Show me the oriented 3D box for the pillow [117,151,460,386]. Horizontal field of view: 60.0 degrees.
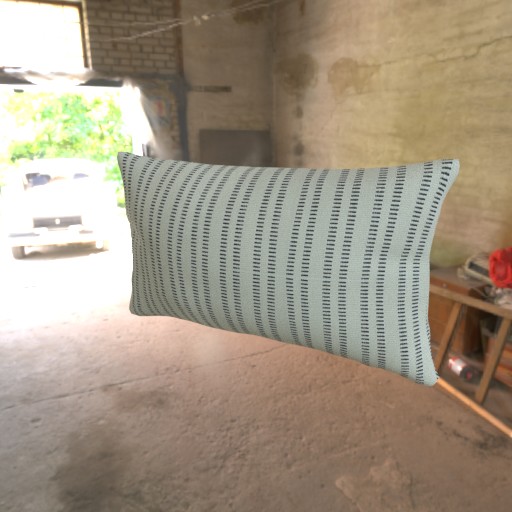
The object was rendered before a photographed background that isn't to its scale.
[{"bbox_3d":[0.000,0.000,0.789,0.640,0.353,0.210,8,17,27],"label":"pillow"}]
